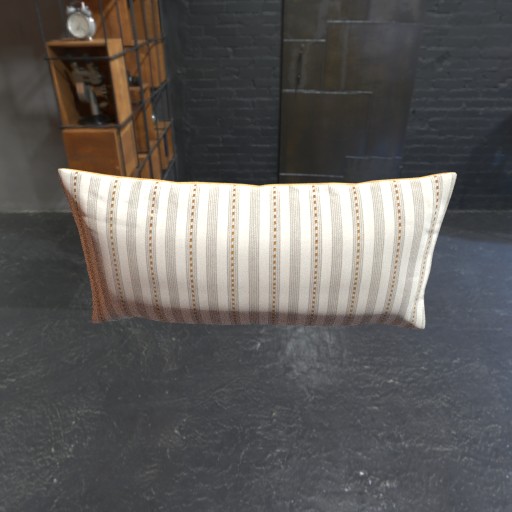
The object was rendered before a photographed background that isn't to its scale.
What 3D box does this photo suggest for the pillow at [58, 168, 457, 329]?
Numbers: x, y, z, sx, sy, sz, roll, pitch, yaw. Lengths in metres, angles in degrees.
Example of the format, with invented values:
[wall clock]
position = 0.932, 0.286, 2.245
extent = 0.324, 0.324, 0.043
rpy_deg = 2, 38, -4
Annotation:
[pillow]
position = 0.000, 0.000, 0.738
extent = 0.608, 0.291, 0.151
rpy_deg = 1, 29, 2
